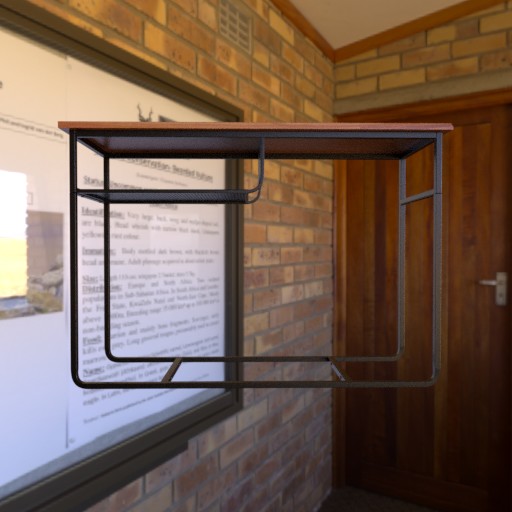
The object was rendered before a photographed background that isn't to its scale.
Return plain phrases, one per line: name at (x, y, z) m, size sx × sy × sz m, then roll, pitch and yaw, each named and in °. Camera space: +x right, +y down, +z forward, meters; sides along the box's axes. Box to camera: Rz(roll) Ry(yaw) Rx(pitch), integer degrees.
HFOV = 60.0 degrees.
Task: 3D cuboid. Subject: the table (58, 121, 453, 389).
table at (0.000, 0.000, 1.414) m, size 1.100 × 0.750 × 0.350 m, roll 0°, pitch 1°, yaw -1°
